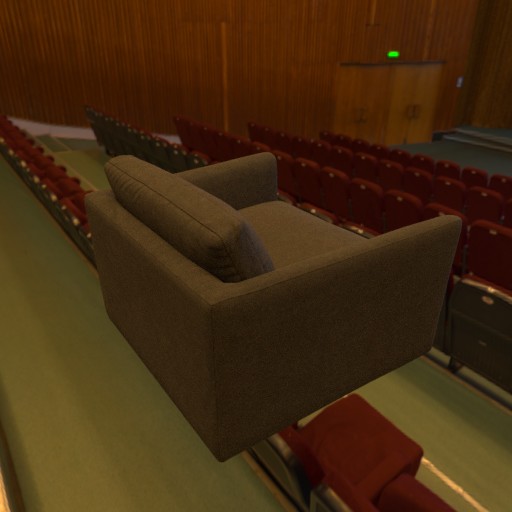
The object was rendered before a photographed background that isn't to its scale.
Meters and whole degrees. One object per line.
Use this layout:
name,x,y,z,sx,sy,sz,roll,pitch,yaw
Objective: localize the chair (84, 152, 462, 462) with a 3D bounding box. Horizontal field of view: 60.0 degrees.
chair,0.000,0.000,1.898,1.091,0.845,1.190,-19,33,-32
